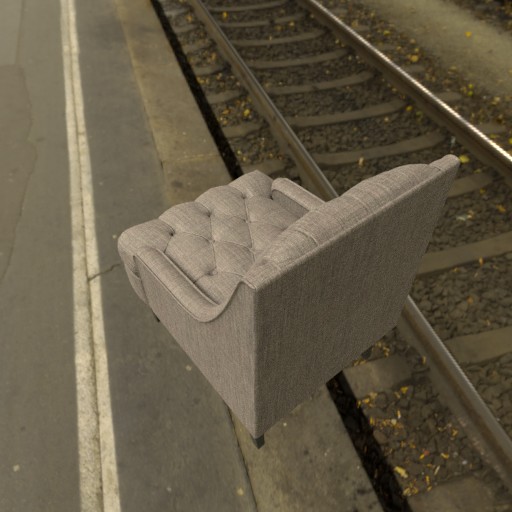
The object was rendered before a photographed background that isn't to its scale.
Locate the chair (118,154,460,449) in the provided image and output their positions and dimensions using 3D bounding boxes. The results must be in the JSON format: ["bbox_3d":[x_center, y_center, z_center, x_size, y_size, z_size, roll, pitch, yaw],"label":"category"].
[{"bbox_3d":[0.000,0.000,1.423,0.655,0.891,0.771,-30,53,-26],"label":"chair"}]
